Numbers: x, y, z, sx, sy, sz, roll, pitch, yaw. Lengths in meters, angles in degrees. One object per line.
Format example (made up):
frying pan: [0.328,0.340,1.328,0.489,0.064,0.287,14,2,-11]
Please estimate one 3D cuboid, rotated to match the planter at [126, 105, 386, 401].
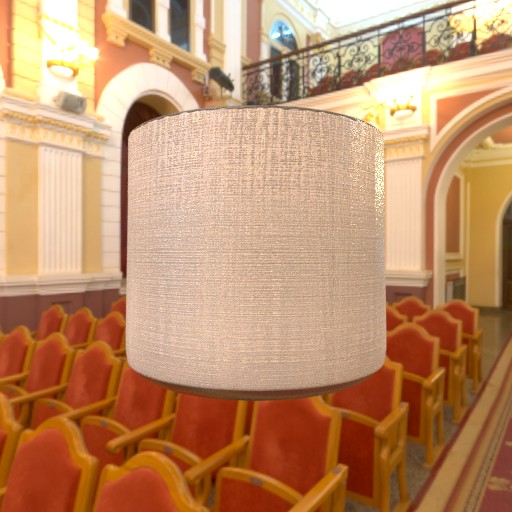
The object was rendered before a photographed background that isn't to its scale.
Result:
planter: [0.000,0.000,0.222,0.125,0.112,0.125,0,0,0]
